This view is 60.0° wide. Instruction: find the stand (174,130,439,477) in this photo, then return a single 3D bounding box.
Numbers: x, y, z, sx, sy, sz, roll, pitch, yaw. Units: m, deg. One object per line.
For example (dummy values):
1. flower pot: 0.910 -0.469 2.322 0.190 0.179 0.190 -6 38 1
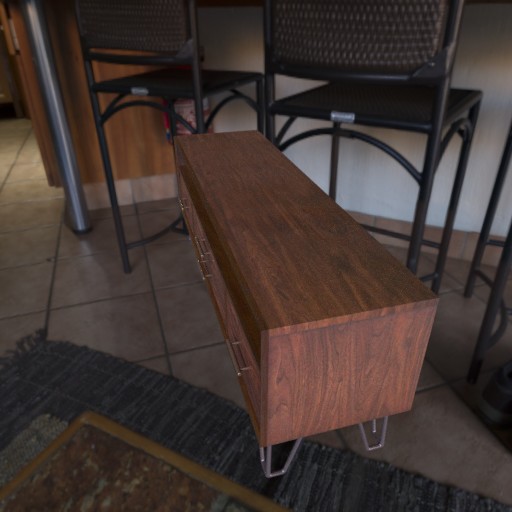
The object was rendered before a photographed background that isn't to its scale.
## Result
1. stand: 0.000 0.000 1.862 0.481 0.610 1.626 -8 32 -14
